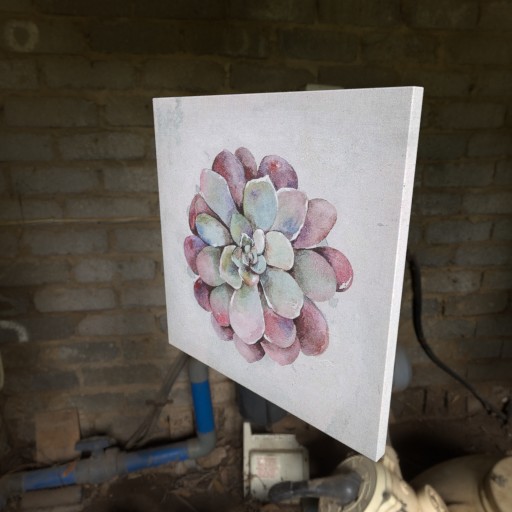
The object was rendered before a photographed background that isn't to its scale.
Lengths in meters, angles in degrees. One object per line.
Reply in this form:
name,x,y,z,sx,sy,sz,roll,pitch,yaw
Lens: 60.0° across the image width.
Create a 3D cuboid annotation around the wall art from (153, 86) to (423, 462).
wall art,0.000,0.000,1.110,0.762,0.762,0.041,16,24,41
